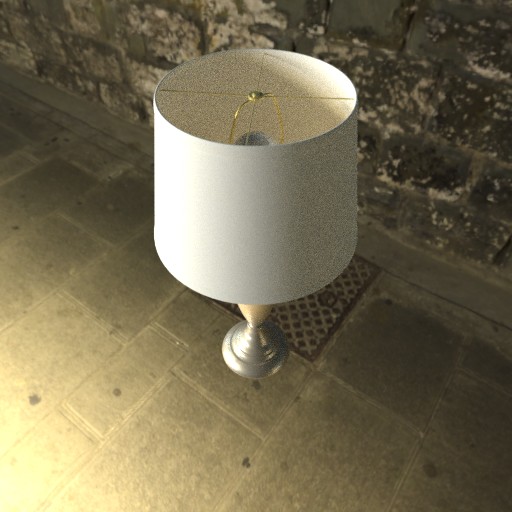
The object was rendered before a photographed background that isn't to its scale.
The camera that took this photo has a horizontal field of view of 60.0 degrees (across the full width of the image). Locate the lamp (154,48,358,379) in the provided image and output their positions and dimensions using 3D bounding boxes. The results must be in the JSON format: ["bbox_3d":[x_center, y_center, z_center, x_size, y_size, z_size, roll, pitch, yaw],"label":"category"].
[{"bbox_3d":[0.000,0.000,0.781,0.328,0.612,0.328,0,47,0],"label":"lamp"}]
